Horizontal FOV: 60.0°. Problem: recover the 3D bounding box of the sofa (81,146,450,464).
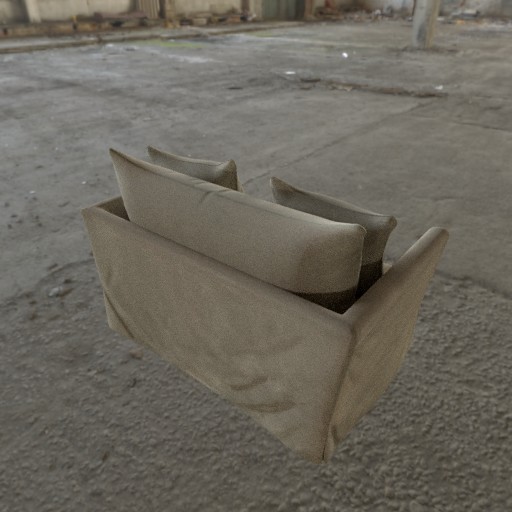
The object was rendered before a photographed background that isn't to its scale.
[{"bbox_3d":[0.000,0.000,2.322,1.608,1.040,1.035,22,37,32],"label":"sofa"}]
